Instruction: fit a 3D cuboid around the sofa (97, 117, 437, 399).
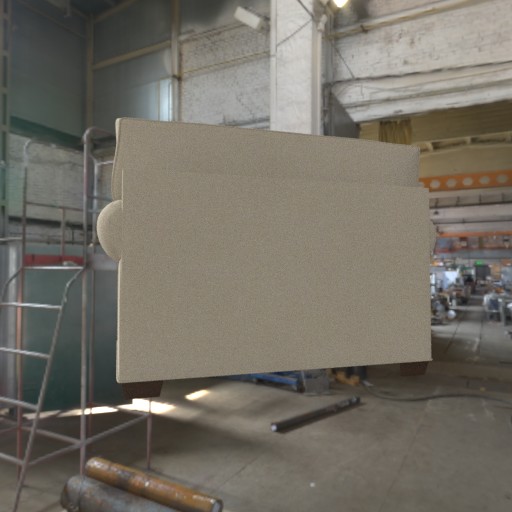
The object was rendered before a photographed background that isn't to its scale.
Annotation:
[{"bbox_3d":[0.000,0.000,2.104,1.405,1.006,0.937,1,-2,-17],"label":"sofa"}]
